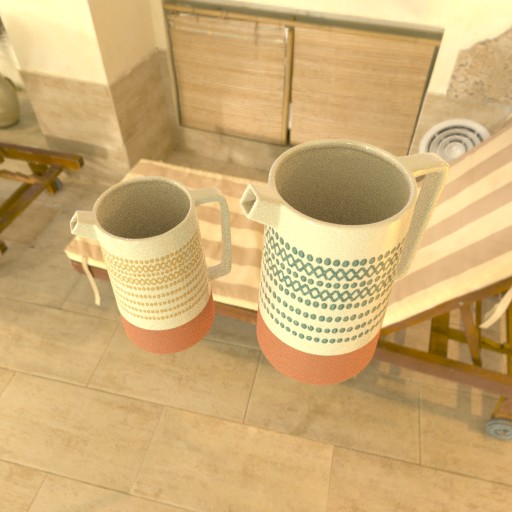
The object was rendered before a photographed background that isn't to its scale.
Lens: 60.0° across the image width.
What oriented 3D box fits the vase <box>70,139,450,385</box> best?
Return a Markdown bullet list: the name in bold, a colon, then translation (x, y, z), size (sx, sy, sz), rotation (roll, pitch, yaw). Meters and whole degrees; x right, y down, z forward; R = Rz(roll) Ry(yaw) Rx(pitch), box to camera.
- **vase**: translation (0.000, 0.000, 0.466), size (0.326, 0.247, 0.168), rotation (14, 48, 13)
